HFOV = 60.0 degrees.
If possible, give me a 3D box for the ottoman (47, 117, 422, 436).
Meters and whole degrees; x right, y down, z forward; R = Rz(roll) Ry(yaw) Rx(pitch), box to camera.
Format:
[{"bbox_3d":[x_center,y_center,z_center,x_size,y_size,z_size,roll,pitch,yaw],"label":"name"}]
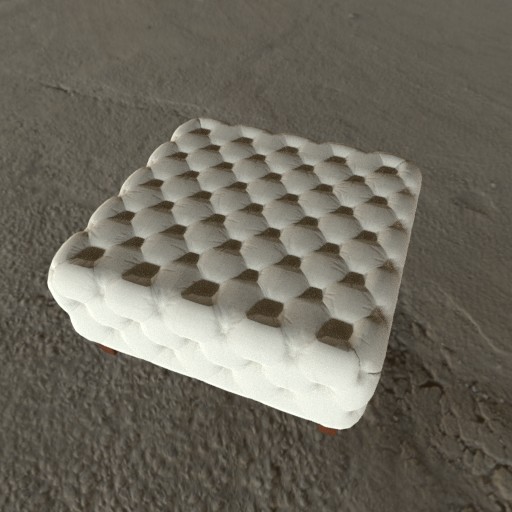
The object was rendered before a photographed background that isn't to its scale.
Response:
[{"bbox_3d":[0.000,0.000,1.224,0.753,0.376,0.755,16,48,15],"label":"ottoman"}]
